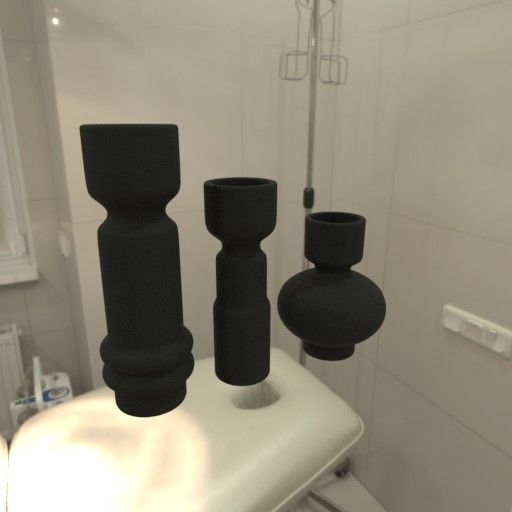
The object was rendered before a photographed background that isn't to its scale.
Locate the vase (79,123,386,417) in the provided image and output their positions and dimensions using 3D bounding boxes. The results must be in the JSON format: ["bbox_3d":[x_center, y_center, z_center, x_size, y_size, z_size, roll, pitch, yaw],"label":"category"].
[{"bbox_3d":[0.000,0.000,0.434,0.307,0.249,0.120,-9,19,-26],"label":"vase"}]
